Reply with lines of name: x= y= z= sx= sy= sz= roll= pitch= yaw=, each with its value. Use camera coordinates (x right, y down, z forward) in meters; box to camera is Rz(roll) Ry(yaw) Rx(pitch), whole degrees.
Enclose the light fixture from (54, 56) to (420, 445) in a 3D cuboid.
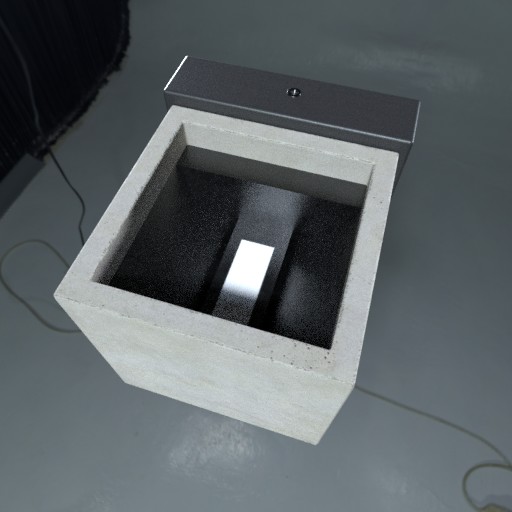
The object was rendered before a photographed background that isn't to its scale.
light fixture: x=0.000 y=0.000 z=0.235 sx=0.121 sy=0.121 sz=0.143 roll=15 pitch=59 yaw=9
